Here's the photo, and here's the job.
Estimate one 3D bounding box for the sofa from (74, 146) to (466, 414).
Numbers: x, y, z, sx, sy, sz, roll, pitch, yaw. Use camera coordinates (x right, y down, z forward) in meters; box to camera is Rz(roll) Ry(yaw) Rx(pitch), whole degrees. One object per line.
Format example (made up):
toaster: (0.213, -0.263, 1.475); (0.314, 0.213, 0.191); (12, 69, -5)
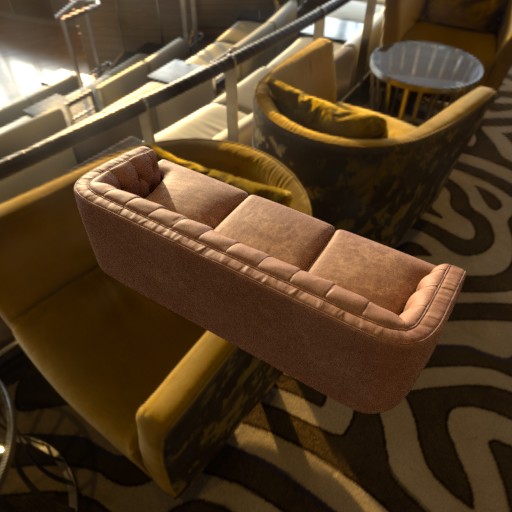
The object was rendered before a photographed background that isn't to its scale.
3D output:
sofa: (0.000, 0.000, 2.702); (2.257, 0.791, 0.922); (24, 51, 22)
